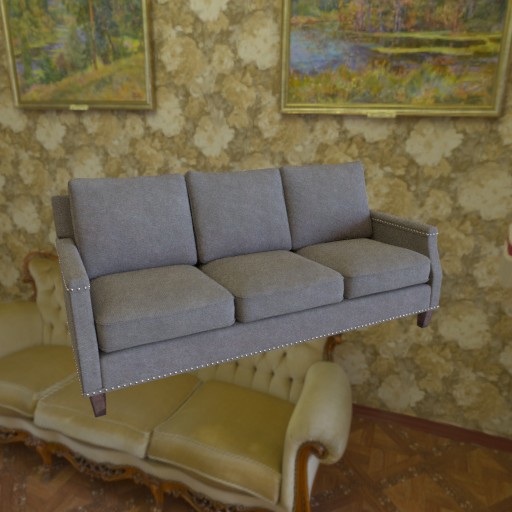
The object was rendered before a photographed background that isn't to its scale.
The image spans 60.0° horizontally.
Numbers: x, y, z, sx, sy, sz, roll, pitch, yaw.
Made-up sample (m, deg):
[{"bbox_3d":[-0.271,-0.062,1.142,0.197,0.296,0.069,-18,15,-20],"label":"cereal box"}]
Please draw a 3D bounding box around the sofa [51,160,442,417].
[{"bbox_3d":[0.000,0.000,2.759,2.226,1.042,1.034,-8,19,-25],"label":"sofa"}]
